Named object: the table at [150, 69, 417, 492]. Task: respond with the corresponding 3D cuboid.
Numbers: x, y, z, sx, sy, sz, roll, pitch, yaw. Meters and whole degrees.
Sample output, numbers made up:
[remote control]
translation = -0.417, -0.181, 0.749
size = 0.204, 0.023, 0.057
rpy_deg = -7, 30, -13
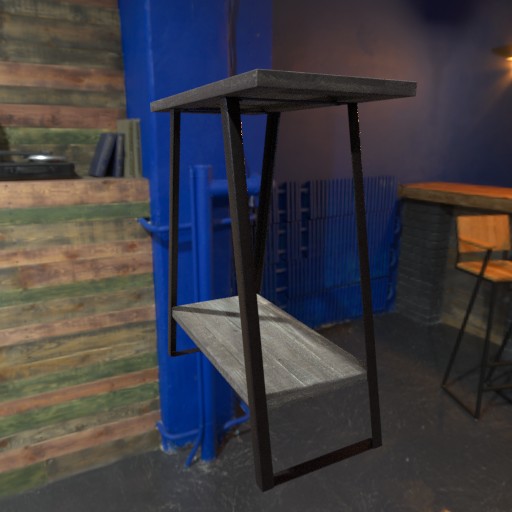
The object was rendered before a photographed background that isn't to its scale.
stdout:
[table]
translation = 0.000, 0.000, 1.018
size = 0.300, 0.701, 0.599
rpy_deg = -7, 16, -26
